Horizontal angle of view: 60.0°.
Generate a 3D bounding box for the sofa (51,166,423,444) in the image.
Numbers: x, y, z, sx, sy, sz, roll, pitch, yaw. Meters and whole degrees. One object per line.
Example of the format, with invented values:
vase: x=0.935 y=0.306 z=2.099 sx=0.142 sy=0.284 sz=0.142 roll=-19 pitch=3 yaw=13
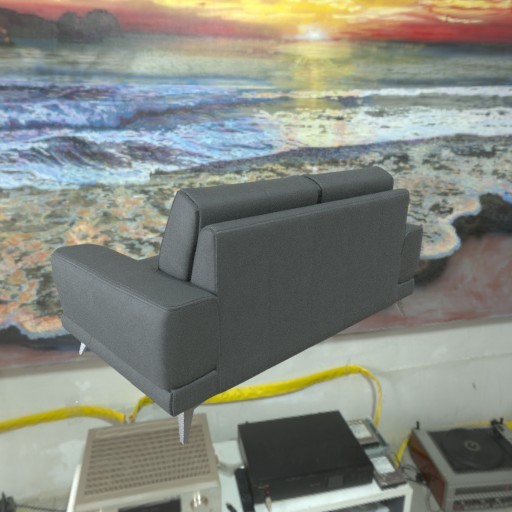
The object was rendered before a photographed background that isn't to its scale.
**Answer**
sofa: x=0.000 y=0.000 z=2.366 sx=1.806 sy=0.907 sz=1.018 roll=-15 pitch=22 yaw=-41
